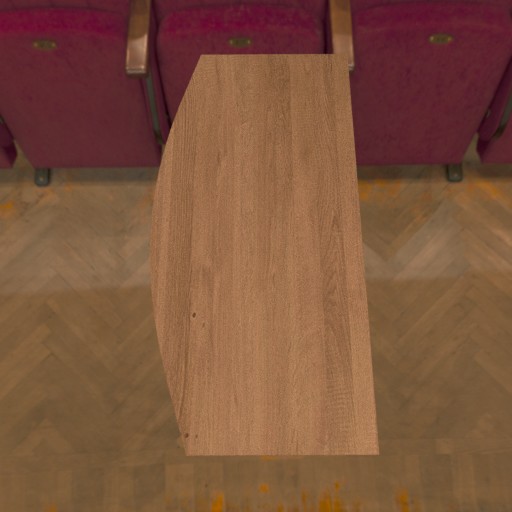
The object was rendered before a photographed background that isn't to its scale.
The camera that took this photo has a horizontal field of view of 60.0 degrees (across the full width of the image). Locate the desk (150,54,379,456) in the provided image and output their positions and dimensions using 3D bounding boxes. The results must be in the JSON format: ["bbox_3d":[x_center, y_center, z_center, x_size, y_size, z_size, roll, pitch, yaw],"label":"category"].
[{"bbox_3d":[0.000,0.000,2.049,0.802,0.752,1.600,0,73,0],"label":"desk"}]
